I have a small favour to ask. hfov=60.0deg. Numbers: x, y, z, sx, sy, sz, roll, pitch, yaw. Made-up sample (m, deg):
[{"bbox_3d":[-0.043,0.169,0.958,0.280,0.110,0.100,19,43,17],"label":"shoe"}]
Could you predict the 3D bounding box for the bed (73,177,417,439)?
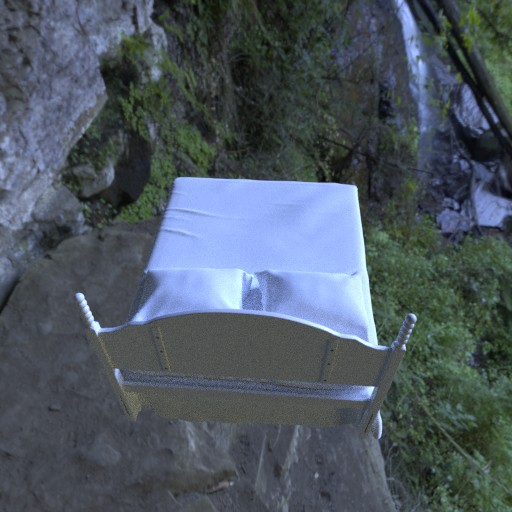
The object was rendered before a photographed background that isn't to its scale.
[{"bbox_3d":[0.000,0.000,3.274,1.873,1.356,2.040,3,46,3],"label":"bed"}]
